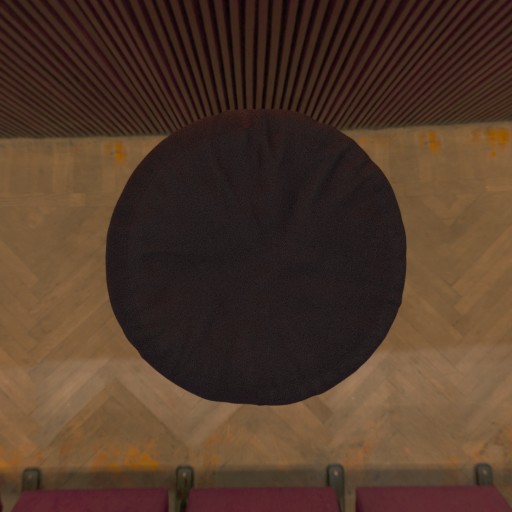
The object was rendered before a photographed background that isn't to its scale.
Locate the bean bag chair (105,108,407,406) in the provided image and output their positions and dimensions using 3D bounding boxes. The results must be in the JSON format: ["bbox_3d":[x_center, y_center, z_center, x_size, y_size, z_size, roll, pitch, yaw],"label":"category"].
[{"bbox_3d":[0.000,0.000,1.970,1.219,0.762,1.219,0,91,-1],"label":"bean bag chair"}]
